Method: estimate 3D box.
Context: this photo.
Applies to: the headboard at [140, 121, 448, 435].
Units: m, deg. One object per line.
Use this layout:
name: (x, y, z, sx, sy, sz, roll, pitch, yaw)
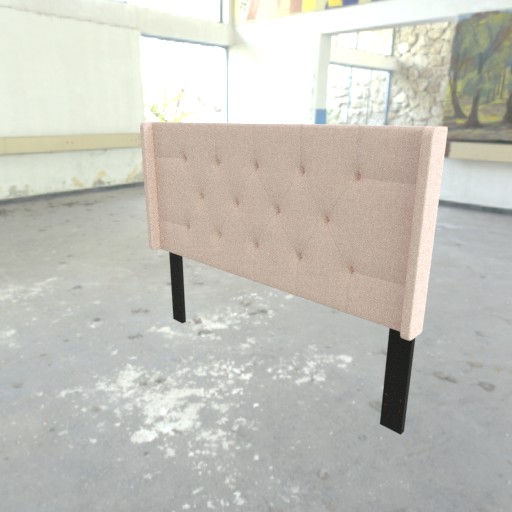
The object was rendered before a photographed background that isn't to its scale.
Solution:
headboard: (0.000, 0.000, 2.658, 2.051, 1.524, 0.184, 16, 24, 41)
